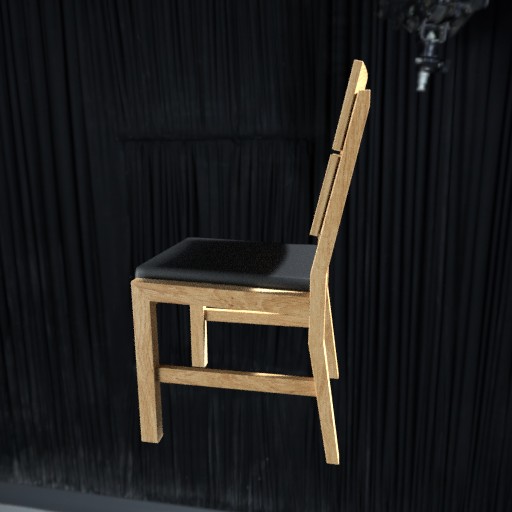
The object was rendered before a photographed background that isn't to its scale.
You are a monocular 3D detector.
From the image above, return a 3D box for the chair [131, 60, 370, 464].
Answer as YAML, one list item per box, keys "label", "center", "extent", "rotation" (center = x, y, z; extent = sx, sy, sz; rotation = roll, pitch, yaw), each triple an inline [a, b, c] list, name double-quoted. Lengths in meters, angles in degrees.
- label: "chair"
  center: [0.000, 0.000, 1.280]
  extent: [0.569, 0.950, 0.475]
  rotation: [2, 13, 10]
